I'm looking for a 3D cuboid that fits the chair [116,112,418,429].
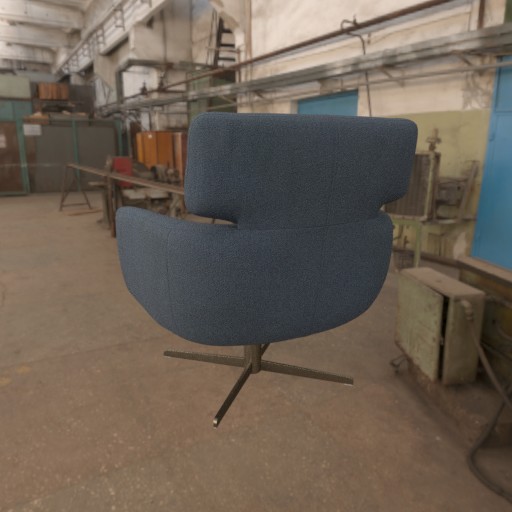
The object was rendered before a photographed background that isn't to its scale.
[{"bbox_3d":[0.000,0.000,1.388,0.738,0.813,0.761,-7,16,-27],"label":"chair"}]
